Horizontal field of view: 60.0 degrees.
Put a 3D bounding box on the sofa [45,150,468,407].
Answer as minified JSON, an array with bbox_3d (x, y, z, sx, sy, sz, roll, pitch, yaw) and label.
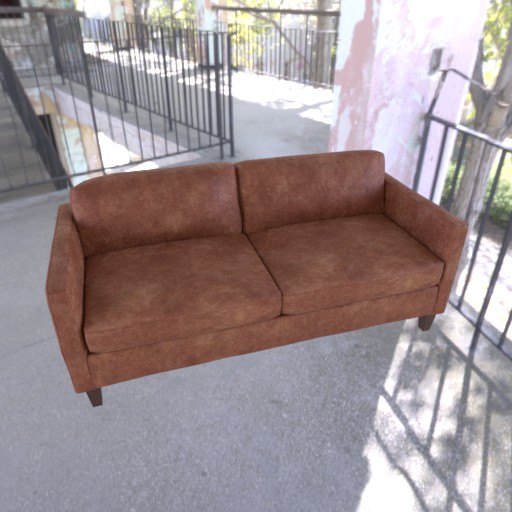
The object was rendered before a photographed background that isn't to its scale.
[{"bbox_3d":[0.000,0.000,2.401,1.971,0.863,0.923,-9,32,-15],"label":"sofa"}]
